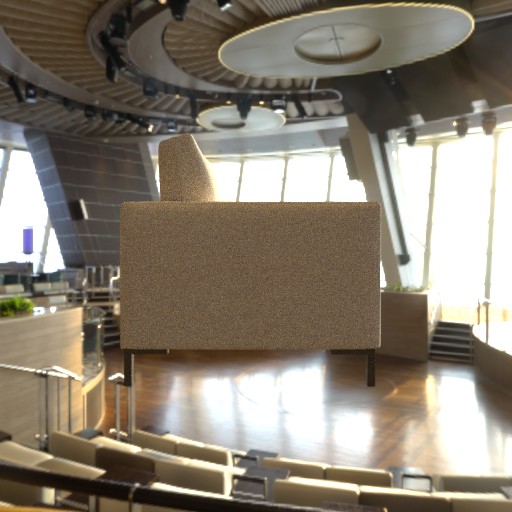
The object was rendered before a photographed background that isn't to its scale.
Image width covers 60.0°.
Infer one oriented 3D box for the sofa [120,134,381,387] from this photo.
[{"bbox_3d":[0.000,0.000,2.172,0.839,0.812,1.651,0,0,0],"label":"sofa"}]
